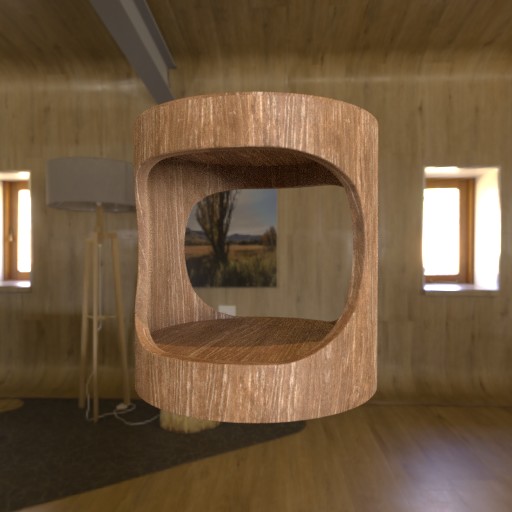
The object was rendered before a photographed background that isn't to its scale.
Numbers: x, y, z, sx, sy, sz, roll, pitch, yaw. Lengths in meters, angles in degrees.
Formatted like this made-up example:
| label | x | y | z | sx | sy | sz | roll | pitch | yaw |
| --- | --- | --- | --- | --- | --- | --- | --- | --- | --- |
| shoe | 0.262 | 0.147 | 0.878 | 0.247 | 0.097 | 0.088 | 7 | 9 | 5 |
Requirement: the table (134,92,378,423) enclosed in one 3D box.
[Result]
| label | x | y | z | sx | sy | sz | roll | pitch | yaw |
| --- | --- | --- | --- | --- | --- | --- | --- | --- | --- |
| table | 0.000 | 0.000 | 0.997 | 0.527 | 0.551 | 0.527 | 0 | 1 | 0 |
